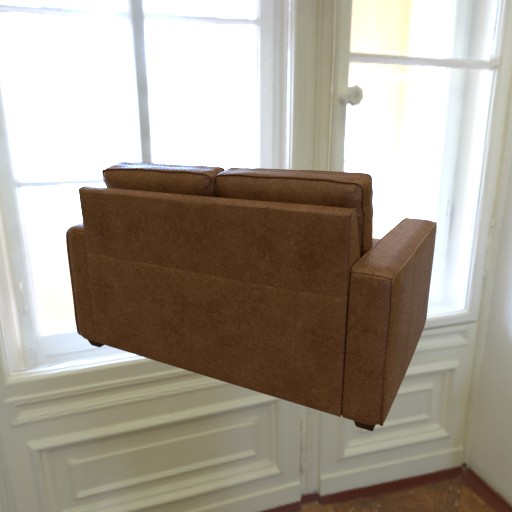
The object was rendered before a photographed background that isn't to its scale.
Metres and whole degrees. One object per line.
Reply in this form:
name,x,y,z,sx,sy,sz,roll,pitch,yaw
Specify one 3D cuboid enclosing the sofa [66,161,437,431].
sofa,0.000,0.000,2.153,1.532,0.896,1.020,8,18,27
